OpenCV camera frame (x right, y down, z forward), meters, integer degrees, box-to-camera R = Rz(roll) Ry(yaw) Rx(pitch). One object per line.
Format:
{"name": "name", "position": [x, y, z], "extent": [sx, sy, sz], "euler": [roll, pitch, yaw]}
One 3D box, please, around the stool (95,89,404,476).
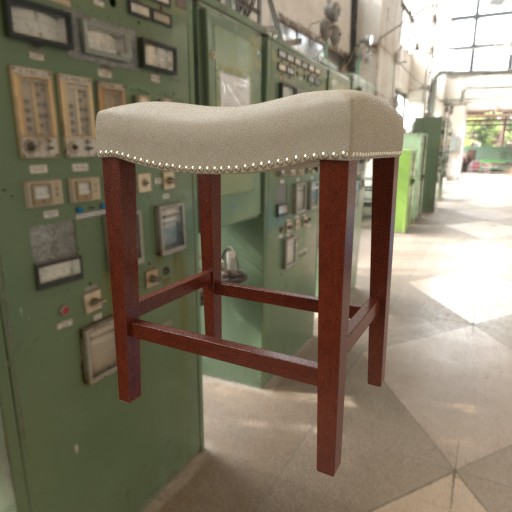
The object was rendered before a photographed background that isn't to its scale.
{"name": "stool", "position": [0.000, 0.000, 0.942], "extent": [0.509, 0.632, 0.375], "euler": [7, 15, 28]}
